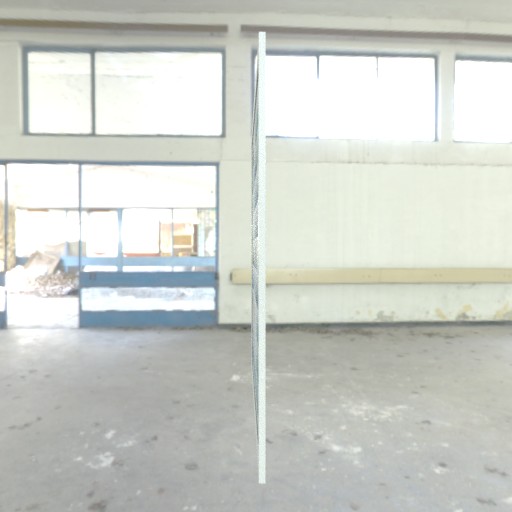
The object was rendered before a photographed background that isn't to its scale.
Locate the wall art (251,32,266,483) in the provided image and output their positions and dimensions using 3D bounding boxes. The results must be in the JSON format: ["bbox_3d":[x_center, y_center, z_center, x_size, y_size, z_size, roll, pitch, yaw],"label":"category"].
[{"bbox_3d":[0.000,0.000,1.199,0.012,0.809,0.809,0,1,-2],"label":"wall art"}]
